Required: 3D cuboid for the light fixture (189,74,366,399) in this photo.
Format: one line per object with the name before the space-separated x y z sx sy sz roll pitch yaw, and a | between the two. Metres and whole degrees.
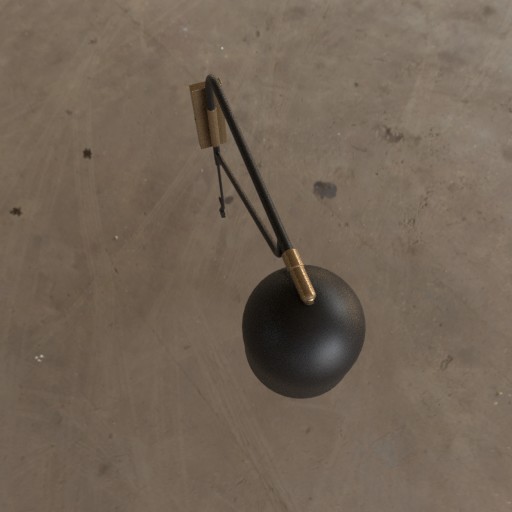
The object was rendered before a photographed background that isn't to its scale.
light fixture | 0.000 0.000 1.071 0.215 0.696 0.720 -18 66 -8
